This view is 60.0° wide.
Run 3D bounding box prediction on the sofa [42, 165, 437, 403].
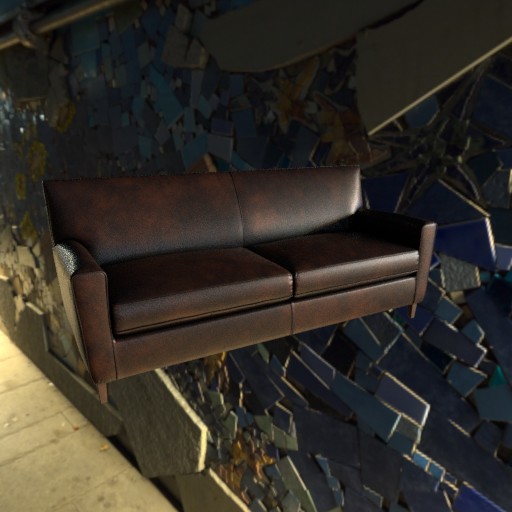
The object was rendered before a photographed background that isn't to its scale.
[{"bbox_3d":[0.000,0.000,2.443,1.995,0.871,0.786,-9,18,-27],"label":"sofa"}]
